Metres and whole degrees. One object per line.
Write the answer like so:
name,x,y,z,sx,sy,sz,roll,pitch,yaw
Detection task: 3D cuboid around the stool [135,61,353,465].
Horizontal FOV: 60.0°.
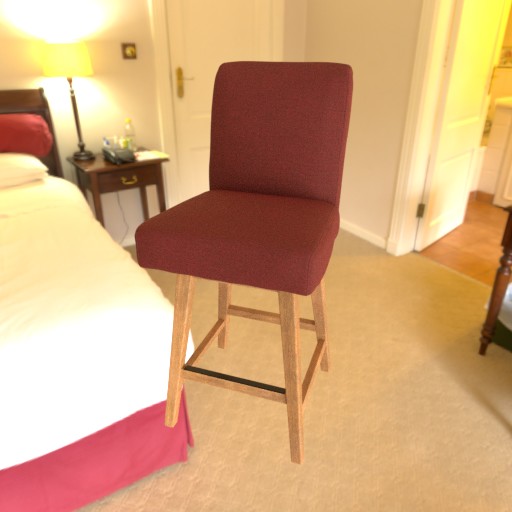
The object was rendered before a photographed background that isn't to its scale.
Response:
stool,0.000,0.000,1.311,0.468,1.038,0.562,9,27,17
